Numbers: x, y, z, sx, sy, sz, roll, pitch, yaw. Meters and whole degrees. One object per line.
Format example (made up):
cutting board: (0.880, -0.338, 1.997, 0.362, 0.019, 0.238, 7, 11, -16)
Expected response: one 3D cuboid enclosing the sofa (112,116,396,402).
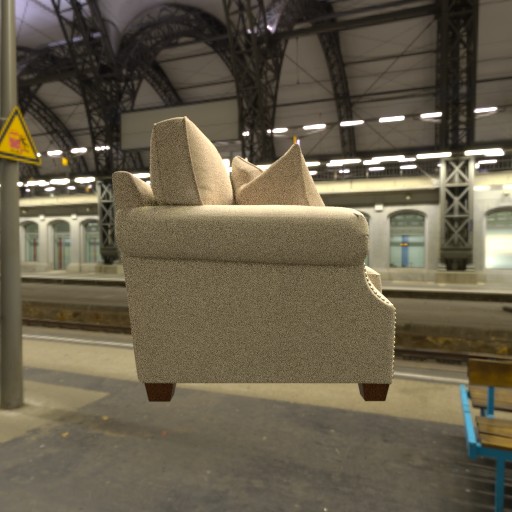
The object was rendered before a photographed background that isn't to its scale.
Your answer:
sofa: (0.000, 0.000, 2.246, 0.966, 0.966, 1.701, 0, 1, 0)
